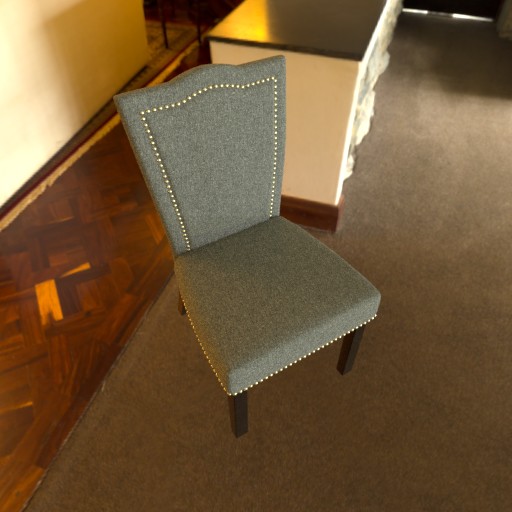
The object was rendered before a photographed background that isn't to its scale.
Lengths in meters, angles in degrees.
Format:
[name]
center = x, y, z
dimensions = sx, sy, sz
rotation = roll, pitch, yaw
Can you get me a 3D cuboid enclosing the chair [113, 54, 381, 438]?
[chair]
center = 0.000, 0.000, 1.322
dimensions = 0.518, 0.946, 0.589
rotation = -23, 50, -21
